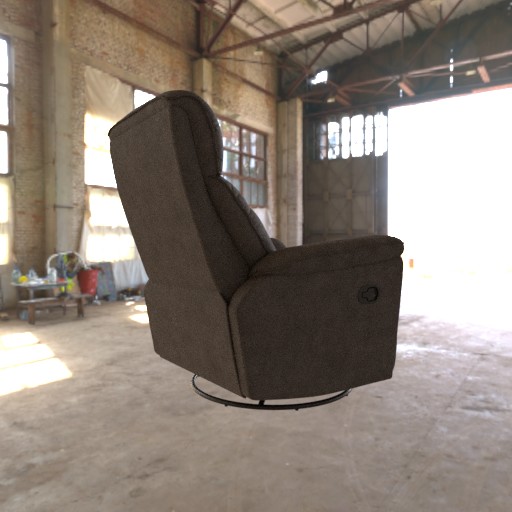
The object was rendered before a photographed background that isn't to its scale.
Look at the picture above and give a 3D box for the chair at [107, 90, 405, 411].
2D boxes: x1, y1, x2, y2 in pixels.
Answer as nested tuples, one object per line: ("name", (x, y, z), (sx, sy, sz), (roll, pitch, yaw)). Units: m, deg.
("chair", (0.000, 0.000, 1.759), (1.009, 1.036, 0.830), (-1, 2, -36))
